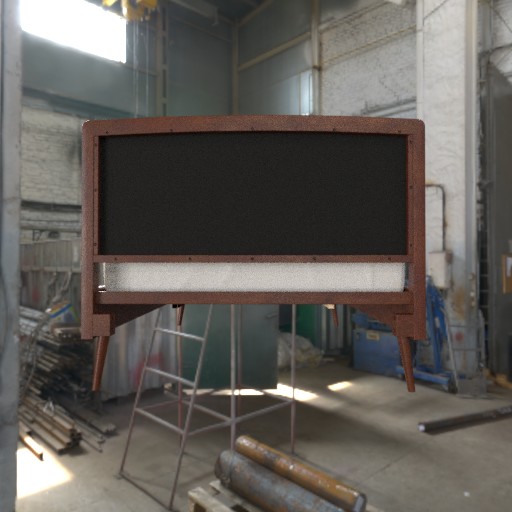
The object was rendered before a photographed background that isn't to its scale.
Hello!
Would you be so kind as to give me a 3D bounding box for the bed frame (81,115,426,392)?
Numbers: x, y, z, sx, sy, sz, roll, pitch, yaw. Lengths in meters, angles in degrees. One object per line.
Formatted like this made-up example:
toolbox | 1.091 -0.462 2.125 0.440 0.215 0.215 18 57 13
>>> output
bed frame | 0.000 0.000 3.121 1.587 1.279 2.171 0 -1 1
